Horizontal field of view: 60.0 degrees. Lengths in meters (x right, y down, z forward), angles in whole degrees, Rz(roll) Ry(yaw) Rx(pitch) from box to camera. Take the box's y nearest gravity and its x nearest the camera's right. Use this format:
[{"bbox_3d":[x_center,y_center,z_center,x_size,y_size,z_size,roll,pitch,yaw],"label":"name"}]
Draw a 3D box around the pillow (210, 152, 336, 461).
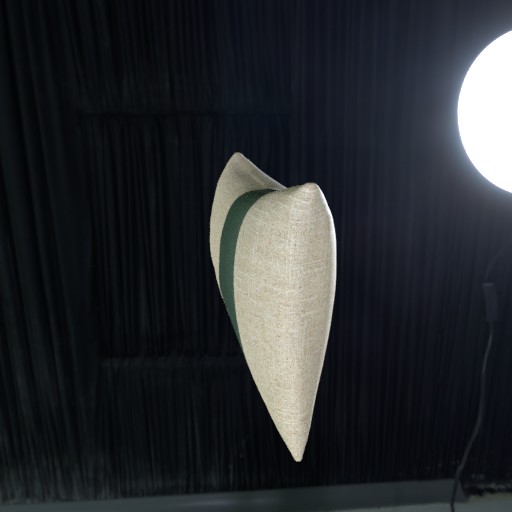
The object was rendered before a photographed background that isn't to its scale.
[{"bbox_3d":[0.000,0.000,1.016,0.197,0.429,0.859,-2,16,-8],"label":"pillow"}]
